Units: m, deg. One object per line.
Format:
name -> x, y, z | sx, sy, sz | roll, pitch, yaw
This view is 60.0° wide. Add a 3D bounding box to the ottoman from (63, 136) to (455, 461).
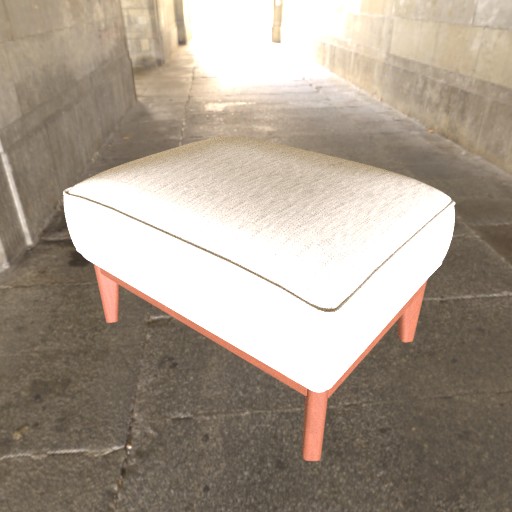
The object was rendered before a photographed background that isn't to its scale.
ottoman -> 0.000, 0.000, 1.145 | 0.794, 0.465, 0.594 | 23, 37, 33
